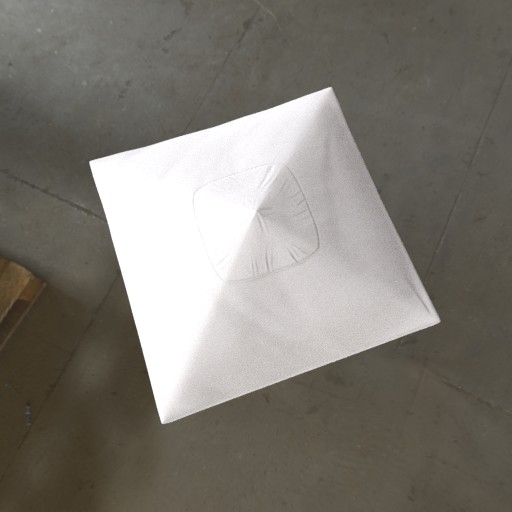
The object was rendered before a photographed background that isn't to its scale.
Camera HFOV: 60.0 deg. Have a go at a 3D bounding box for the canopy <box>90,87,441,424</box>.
[{"bbox_3d":[0.000,0.000,5.498,2.996,2.997,2.998,-19,75,-5],"label":"canopy"}]
